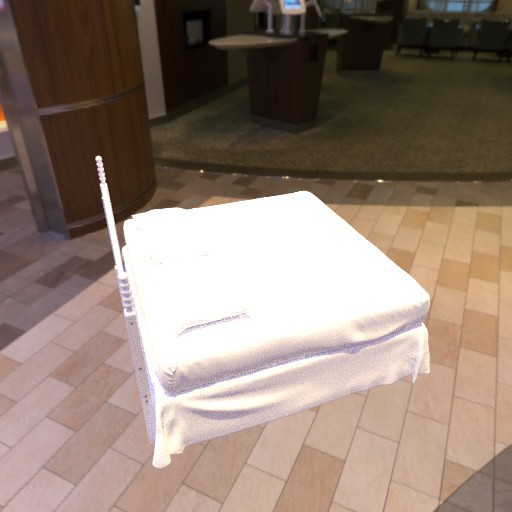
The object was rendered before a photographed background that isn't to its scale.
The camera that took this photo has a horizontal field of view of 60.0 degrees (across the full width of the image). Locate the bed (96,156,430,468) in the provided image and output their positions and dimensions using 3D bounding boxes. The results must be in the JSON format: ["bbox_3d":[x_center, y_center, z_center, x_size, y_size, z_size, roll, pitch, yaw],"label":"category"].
[{"bbox_3d":[0.000,0.000,3.661,2.219,1.355,2.322,-11,34,-17],"label":"bed"}]
